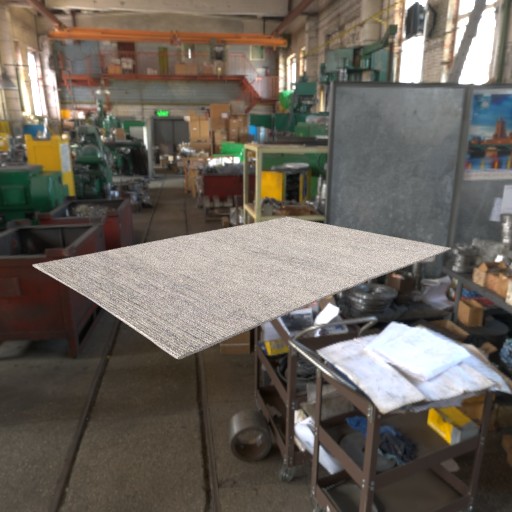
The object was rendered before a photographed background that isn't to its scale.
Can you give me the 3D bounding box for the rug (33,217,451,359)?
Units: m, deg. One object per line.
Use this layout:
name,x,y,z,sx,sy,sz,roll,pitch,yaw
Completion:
rug,0.000,0.000,2.945,2.307,0.030,1.604,-14,21,-41
